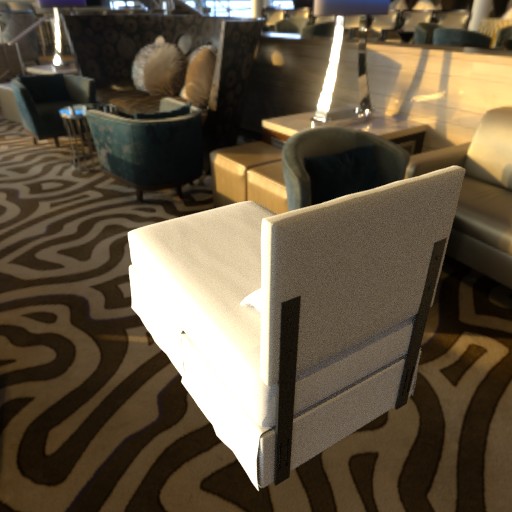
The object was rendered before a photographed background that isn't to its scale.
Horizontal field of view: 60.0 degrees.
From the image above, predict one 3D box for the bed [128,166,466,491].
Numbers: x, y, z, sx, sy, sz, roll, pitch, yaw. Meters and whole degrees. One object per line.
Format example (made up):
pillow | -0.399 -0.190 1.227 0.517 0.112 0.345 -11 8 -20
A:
bed | 0.000 0.000 2.947 1.261 1.571 1.997 -18 34 -28
